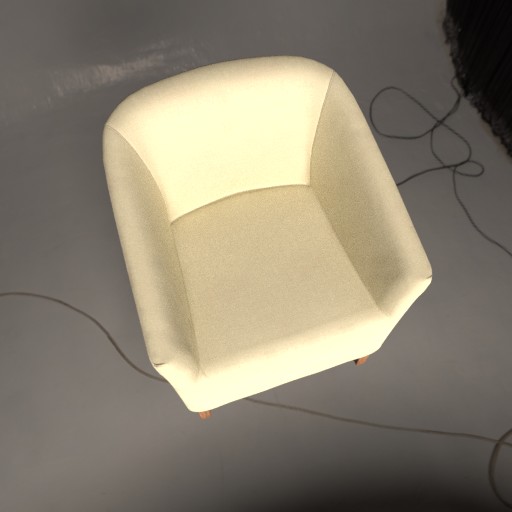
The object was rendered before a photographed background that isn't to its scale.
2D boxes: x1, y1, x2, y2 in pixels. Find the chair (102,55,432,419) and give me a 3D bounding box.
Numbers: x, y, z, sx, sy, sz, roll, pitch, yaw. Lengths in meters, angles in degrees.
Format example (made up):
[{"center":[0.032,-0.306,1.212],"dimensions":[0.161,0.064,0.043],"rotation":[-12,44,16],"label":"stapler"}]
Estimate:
[{"center":[0.000,0.000,1.283],"dimensions":[0.643,0.822,0.657],"rotation":[-17,63,-9],"label":"chair"}]
